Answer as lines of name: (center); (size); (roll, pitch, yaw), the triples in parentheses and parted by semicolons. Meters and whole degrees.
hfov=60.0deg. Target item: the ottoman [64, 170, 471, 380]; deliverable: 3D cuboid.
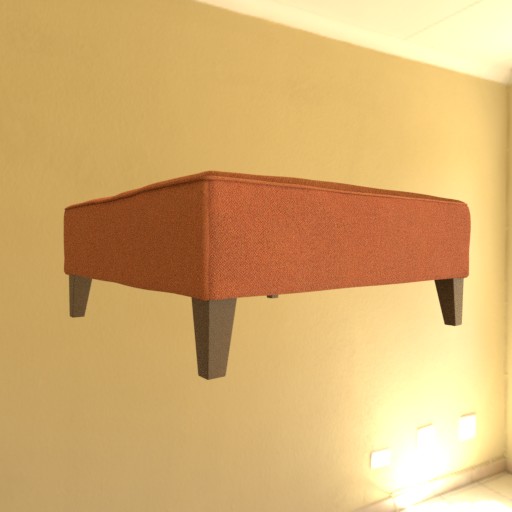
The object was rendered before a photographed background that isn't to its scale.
ottoman: (0.000, 0.000, 1.495); (0.997, 0.438, 0.999); (-1, 2, -38)
